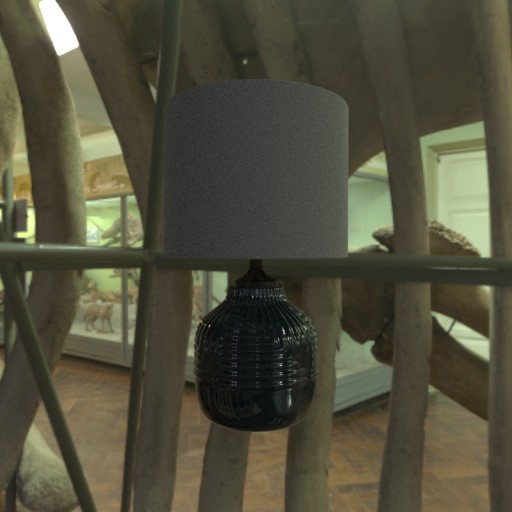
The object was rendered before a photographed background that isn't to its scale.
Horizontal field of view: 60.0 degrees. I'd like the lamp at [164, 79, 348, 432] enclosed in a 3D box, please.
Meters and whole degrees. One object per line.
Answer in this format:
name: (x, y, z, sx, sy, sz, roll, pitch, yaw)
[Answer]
lamp: (0.000, 0.000, 0.781, 0.318, 0.567, 0.318, 0, 1, 0)
